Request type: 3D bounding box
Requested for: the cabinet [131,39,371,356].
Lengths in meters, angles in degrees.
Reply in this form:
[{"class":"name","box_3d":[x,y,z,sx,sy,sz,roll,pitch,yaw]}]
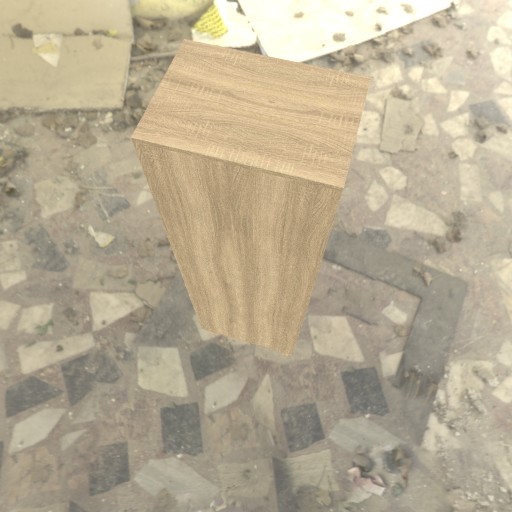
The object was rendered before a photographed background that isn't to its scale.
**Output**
[{"class":"cabinet","box_3d":[0.000,0.000,2.046,0.570,1.850,0.400,15,64,7]}]
